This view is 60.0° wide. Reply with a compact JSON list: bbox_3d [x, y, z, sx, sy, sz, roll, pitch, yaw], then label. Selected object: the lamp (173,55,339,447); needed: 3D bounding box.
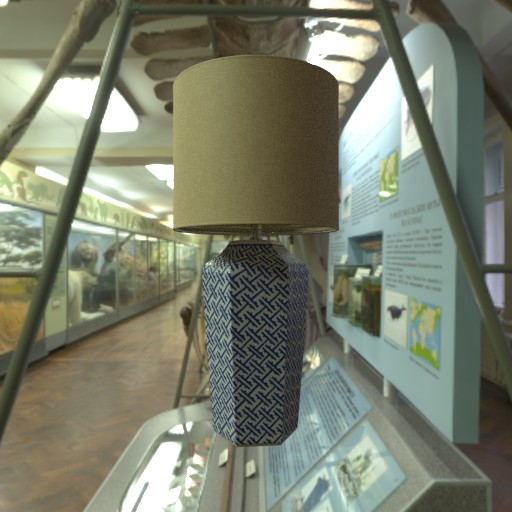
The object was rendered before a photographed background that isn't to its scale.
[{"bbox_3d":[0.000,0.000,0.865,0.320,0.682,0.320,0,-1,0],"label":"lamp"}]
